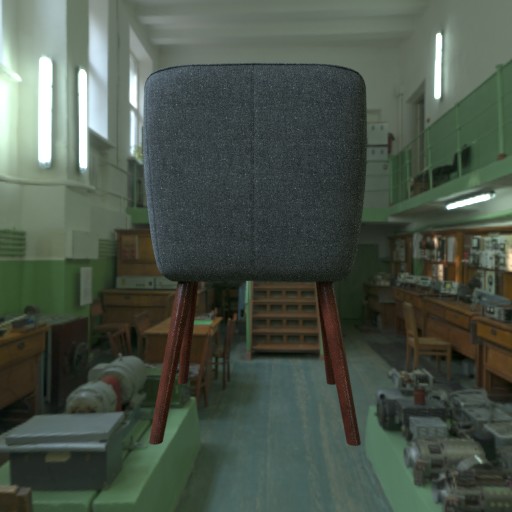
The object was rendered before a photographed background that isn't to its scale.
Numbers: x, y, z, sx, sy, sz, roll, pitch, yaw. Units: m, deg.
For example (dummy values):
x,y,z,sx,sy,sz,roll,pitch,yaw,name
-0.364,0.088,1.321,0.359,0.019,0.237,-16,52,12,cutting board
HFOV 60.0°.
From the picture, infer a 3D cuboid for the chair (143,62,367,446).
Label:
x,y,z,sx,sy,sz,roll,pitch,yaw,name
0.000,0.000,1.159,0.543,0.803,0.519,0,0,1,chair
